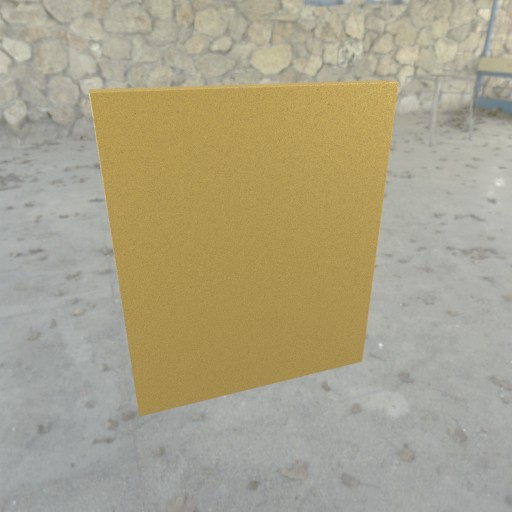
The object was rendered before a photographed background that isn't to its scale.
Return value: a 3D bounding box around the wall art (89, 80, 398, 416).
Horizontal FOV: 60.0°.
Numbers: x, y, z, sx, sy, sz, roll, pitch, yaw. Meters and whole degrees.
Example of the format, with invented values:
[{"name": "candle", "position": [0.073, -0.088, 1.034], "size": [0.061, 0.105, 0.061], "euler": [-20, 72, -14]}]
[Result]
[{"name": "wall art", "position": [0.000, 0.000, 0.890], "size": [0.537, 0.642, 0.048], "euler": [-9, 27, -17]}]
